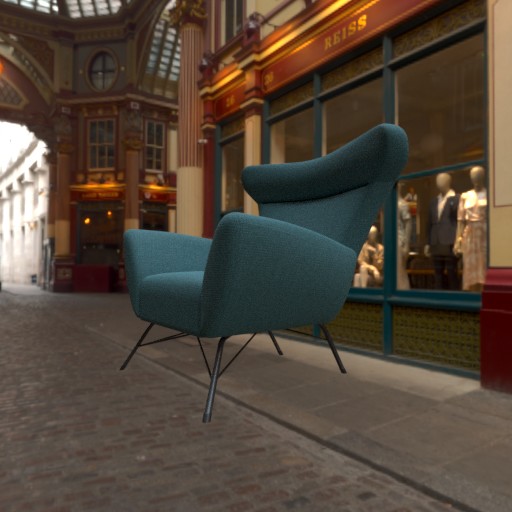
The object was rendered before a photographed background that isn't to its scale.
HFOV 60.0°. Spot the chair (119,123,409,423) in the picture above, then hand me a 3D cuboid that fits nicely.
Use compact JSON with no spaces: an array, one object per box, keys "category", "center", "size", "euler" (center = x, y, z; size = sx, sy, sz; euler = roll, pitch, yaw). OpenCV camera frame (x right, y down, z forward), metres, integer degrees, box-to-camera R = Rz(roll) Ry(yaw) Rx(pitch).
[{"category":"chair","center":[0.000,0.000,1.856],"size":[0.900,0.980,1.050],"euler":[0,-1,-35]}]
